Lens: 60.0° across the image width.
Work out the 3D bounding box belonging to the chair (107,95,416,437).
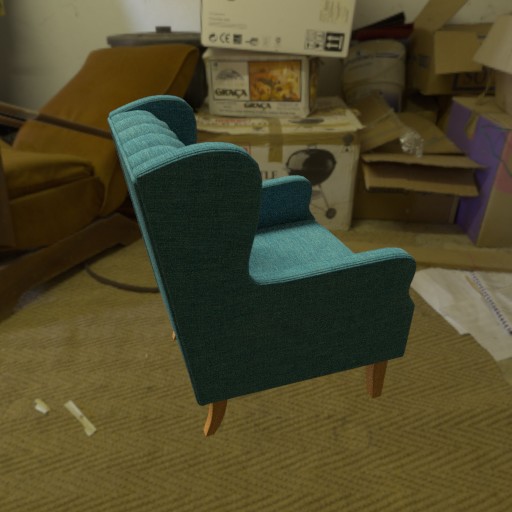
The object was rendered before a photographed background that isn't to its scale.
[{"bbox_3d":[0.000,0.000,1.482,0.775,0.952,0.711,-11,32,-18],"label":"chair"}]
